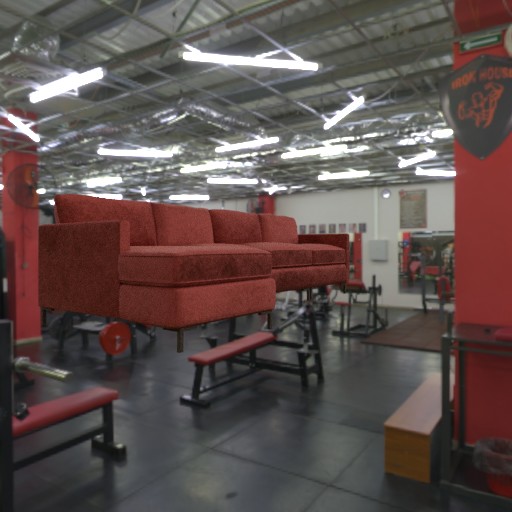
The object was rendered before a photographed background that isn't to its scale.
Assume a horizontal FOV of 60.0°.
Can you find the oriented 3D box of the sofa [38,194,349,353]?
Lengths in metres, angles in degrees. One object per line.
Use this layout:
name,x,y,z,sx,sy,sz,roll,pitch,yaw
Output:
sofa,0.000,0.000,4.112,1.500,0.967,3.400,1,1,37
